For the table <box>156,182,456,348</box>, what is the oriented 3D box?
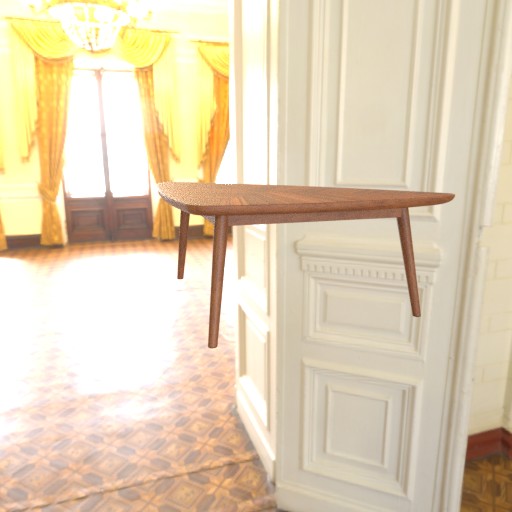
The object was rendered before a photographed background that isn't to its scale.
[{"bbox_3d":[0.000,0.000,1.291,1.008,0.365,0.601,7,15,26],"label":"table"}]
